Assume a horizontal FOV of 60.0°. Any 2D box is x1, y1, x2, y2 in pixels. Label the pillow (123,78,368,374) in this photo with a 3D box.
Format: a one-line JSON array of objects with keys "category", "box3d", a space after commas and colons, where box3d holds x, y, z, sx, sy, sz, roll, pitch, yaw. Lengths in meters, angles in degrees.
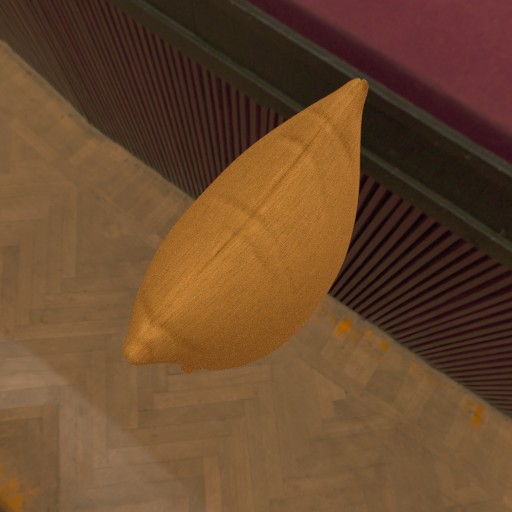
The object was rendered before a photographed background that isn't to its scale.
[{"category": "pillow", "box3d": [0.000, 0.000, 0.692, 0.247, 0.417, 0.435, 37, 77, 10]}]
